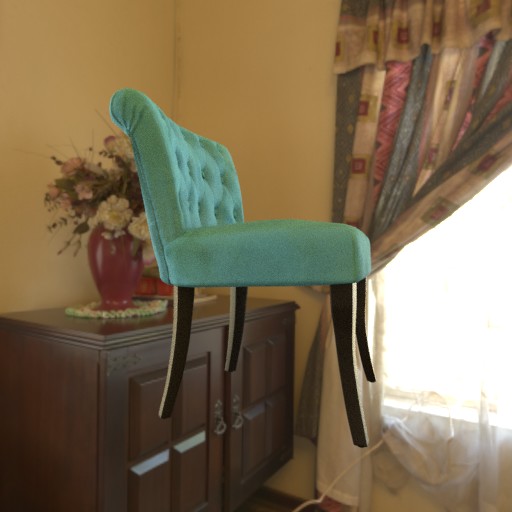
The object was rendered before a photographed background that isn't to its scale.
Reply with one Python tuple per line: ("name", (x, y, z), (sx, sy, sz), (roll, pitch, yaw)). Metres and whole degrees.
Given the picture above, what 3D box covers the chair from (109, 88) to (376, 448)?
("chair", (0.000, 0.000, 1.178), (0.605, 0.750, 0.582), (0, 0, 17))
